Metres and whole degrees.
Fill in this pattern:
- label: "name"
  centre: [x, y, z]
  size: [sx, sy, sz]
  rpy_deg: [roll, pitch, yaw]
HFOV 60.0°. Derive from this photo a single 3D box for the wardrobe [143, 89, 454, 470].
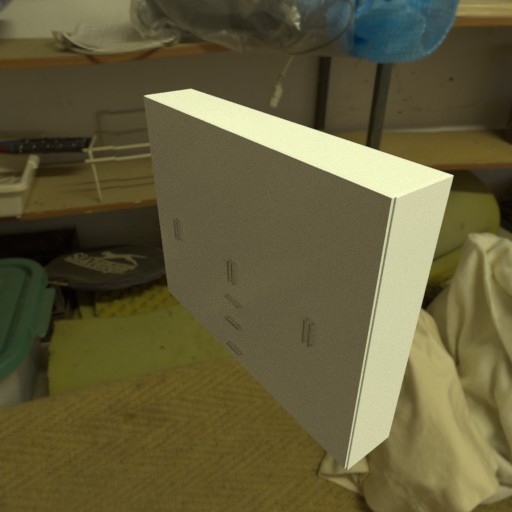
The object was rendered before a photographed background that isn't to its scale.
- label: "wardrobe"
  centre: [0.000, 0.000, 4.033]
  size: [0.580, 2.360, 3.000]
  rpy_deg: [-22, 38, -31]
